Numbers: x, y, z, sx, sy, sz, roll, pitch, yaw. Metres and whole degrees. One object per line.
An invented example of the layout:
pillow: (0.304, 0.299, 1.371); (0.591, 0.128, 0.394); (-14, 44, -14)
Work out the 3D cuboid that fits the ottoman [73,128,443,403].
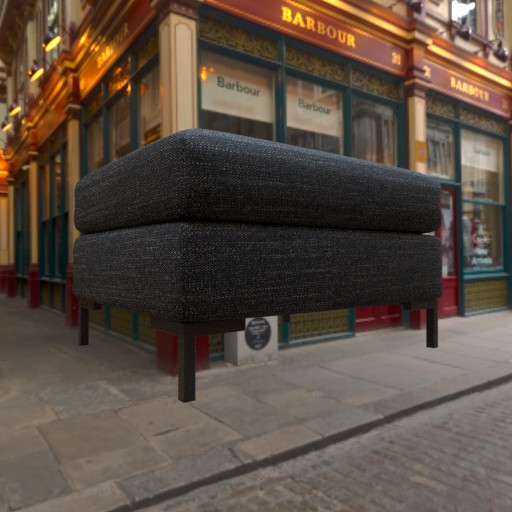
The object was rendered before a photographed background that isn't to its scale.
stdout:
ottoman: (0.000, 0.000, 1.208); (0.814, 0.491, 0.667); (0, 0, -37)
